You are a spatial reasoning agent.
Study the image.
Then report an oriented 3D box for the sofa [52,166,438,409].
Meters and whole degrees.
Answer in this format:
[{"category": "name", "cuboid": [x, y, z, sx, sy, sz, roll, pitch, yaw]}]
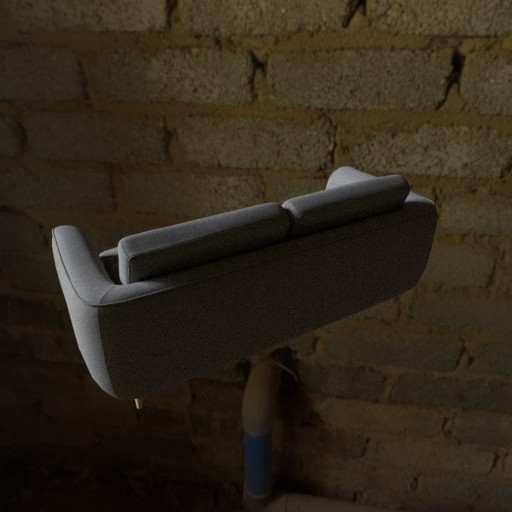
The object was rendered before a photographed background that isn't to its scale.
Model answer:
[{"category": "sofa", "cuboid": [0.000, 0.000, 2.465, 2.000, 0.870, 0.920, -16, 34, -26]}]
